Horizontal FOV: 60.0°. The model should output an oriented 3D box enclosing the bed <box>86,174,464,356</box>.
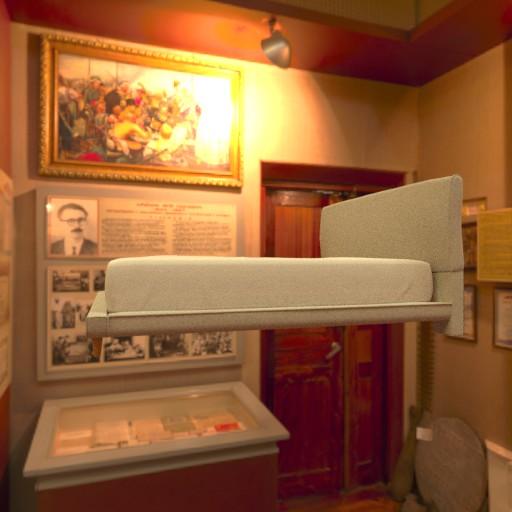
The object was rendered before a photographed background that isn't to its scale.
[{"bbox_3d":[0.000,0.000,3.613,2.498,1.126,1.980,0,-1,-18],"label":"bed"}]
